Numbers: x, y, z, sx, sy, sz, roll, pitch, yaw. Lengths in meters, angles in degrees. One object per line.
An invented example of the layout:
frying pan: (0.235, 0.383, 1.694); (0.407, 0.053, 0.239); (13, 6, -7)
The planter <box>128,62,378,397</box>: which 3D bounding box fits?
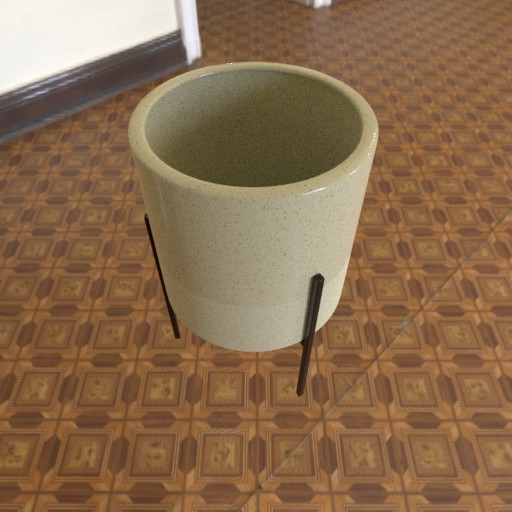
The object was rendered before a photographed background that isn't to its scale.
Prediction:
planter: (0.000, 0.000, 0.563); (0.234, 0.390, 0.243); (-25, 53, -21)
